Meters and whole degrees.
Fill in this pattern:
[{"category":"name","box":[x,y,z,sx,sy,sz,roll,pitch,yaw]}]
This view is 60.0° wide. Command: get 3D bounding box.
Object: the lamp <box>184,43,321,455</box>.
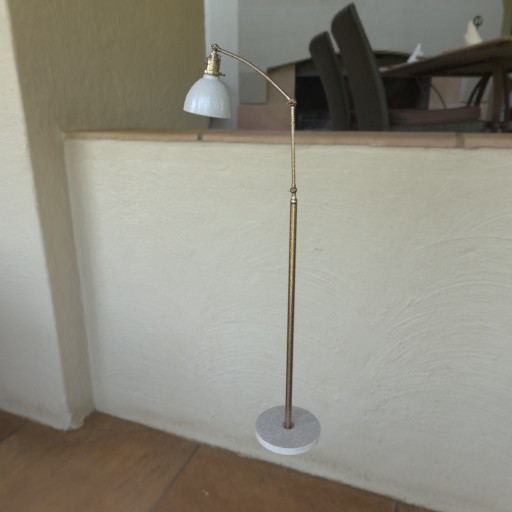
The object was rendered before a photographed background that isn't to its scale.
[{"category":"lamp","box":[0.000,0.000,1.793,0.599,1.586,0.288,8,19,25]}]
